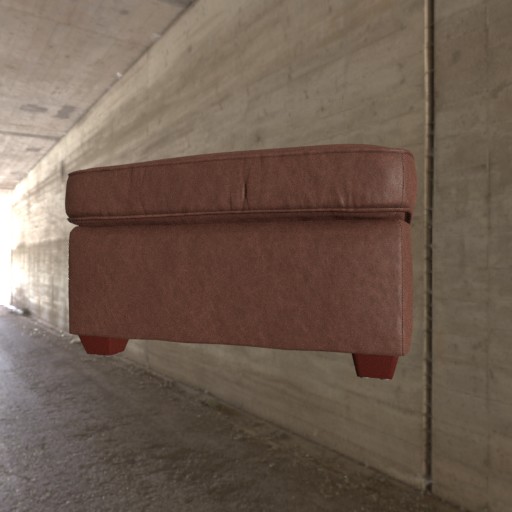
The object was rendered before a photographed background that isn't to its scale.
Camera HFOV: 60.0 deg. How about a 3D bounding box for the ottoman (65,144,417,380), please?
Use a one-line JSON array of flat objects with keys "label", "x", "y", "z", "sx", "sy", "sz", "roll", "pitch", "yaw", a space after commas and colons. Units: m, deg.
[{"label": "ottoman", "x": 0.000, "y": 0.000, "z": 1.105, "sx": 0.749, "sy": 0.449, "sz": 0.548, "roll": 0, "pitch": 0, "yaw": 18}]
